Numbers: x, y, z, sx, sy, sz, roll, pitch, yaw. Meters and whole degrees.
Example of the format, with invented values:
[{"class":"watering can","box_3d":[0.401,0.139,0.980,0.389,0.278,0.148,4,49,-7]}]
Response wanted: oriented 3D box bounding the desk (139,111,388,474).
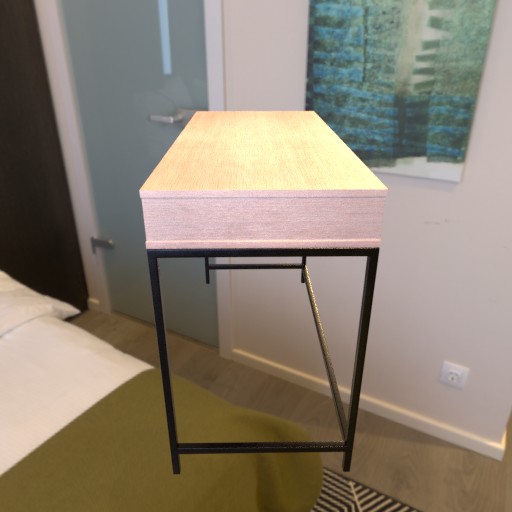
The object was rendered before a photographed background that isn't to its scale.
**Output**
[{"class":"desk","box_3d":[0.000,0.000,1.437,0.470,0.762,1.016,0,26,-1]}]
